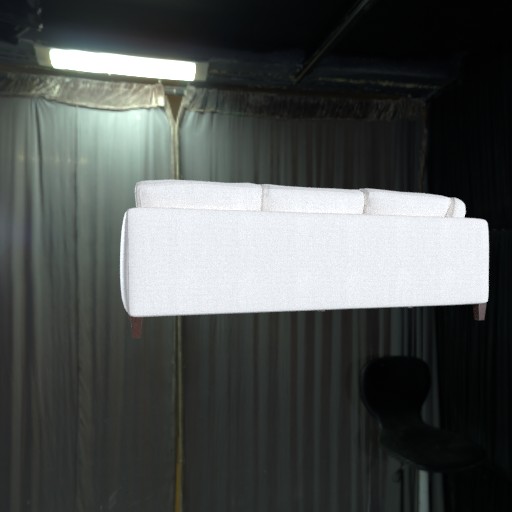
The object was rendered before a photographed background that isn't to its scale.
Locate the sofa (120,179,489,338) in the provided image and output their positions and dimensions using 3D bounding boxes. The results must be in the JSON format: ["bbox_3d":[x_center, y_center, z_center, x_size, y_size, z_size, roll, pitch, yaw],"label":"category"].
[{"bbox_3d":[0.000,0.000,4.406,2.593,0.947,3.302,0,0,-17],"label":"sofa"}]
